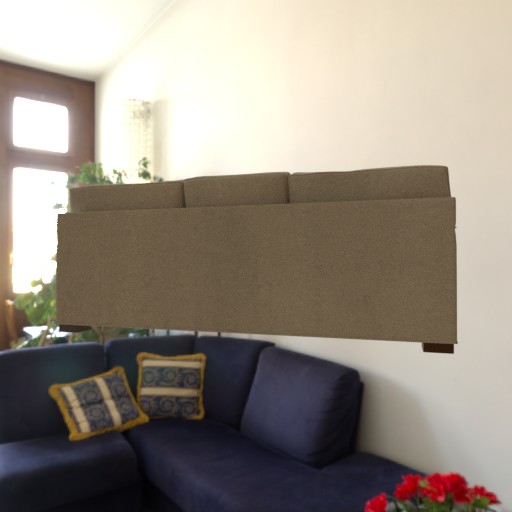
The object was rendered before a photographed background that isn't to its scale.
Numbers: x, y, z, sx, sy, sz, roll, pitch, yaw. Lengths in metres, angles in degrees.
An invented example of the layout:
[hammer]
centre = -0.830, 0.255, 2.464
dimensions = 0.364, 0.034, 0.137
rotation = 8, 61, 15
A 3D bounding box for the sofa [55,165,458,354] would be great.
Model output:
[sofa]
centre = 0.000, 0.000, 2.633
dimensions = 2.093, 0.862, 0.936
rotation = 0, -1, 17
